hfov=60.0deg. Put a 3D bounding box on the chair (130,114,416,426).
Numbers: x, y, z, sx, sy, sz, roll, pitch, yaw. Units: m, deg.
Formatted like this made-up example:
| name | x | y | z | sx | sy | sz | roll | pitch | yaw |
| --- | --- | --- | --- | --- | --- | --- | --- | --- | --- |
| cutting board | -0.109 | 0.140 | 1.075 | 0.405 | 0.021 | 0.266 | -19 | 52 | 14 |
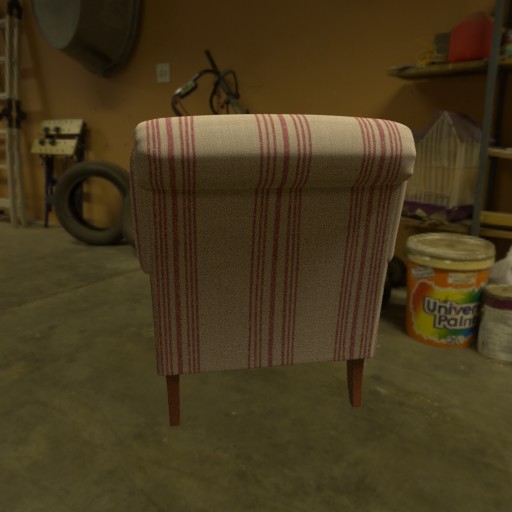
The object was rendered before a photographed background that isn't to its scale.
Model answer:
| name | x | y | z | sx | sy | sz | roll | pitch | yaw |
| --- | --- | --- | --- | --- | --- | --- | --- | --- | --- |
| chair | 0.000 | 0.000 | 1.907 | 0.933 | 1.123 | 1.058 | -3 | 15 | -9 |
